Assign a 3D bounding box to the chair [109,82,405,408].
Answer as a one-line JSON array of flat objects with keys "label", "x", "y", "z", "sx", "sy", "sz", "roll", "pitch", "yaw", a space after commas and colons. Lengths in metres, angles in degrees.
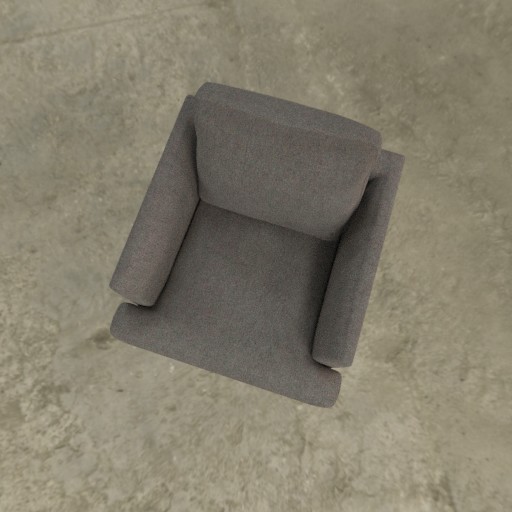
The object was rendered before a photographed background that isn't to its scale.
[{"label": "chair", "x": 0.000, "y": 0.000, "z": 1.666, "sx": 0.858, "sy": 0.957, "sz": 0.899, "roll": 17, "pitch": 76, "yaw": 4}]
